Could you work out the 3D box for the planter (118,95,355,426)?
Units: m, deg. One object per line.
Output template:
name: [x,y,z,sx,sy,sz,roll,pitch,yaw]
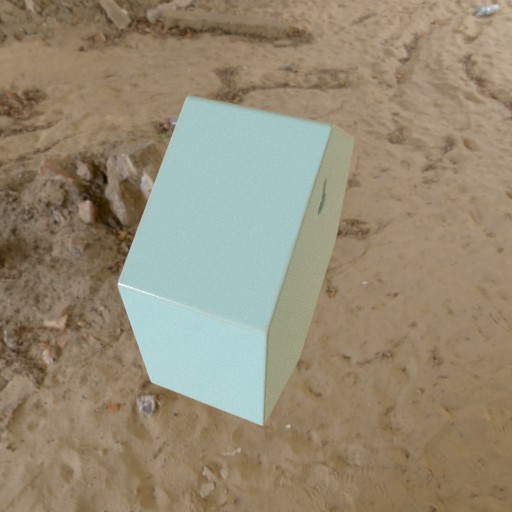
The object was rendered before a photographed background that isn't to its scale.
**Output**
planter: [0.000,0.000,0.290,0.078,0.207,0.169,16,49,15]
